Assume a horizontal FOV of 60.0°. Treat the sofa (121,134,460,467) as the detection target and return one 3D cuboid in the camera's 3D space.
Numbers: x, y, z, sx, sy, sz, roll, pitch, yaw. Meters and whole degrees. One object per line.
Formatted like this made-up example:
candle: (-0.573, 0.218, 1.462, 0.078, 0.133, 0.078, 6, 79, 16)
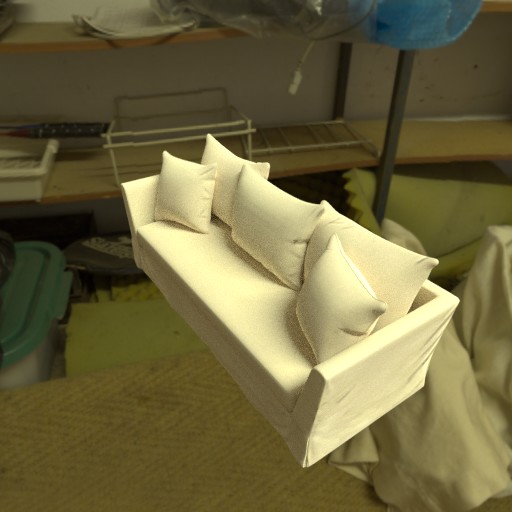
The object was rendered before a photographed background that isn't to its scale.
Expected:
sofa: (0.000, 0.000, 3.119, 1.030, 1.042, 2.484, -21, 39, -28)
